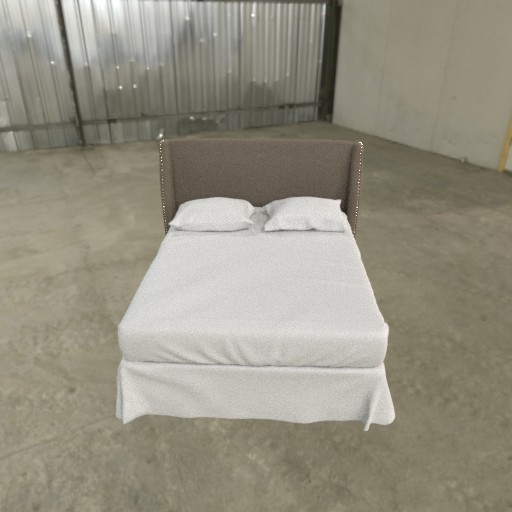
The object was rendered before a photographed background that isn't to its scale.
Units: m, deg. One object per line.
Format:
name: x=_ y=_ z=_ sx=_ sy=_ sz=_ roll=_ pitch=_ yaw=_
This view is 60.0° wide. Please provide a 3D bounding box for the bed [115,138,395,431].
bed: x=0.000 y=0.000 z=3.525 sx=1.925 sy=1.332 sz=2.276 roll=1 pitch=28 yaw=2
